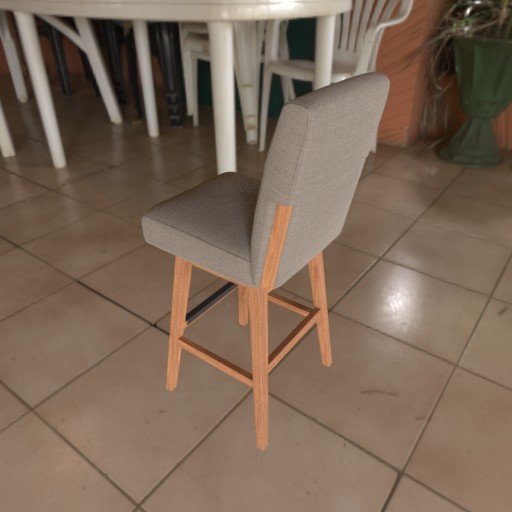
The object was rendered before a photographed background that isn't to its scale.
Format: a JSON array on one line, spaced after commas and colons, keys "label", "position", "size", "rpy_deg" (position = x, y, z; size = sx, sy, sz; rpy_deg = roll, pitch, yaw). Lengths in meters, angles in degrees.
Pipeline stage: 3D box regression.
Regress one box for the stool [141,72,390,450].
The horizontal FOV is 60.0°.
[{"label": "stool", "position": [0.000, 0.000, 1.416], "size": [0.570, 1.112, 0.483], "rpy_deg": [21, 38, 30]}]
